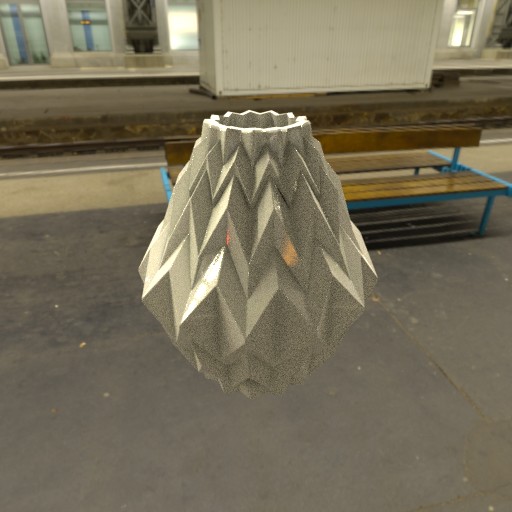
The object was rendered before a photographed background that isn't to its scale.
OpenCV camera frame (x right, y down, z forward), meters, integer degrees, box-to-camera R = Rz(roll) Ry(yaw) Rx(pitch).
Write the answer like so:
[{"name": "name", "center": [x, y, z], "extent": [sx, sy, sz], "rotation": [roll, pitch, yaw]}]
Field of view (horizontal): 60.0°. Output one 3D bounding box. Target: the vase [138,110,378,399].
[{"name": "vase", "center": [0.000, 0.000, 0.308], "extent": [0.164, 0.185, 0.164], "rotation": [0, 27, 0]}]
